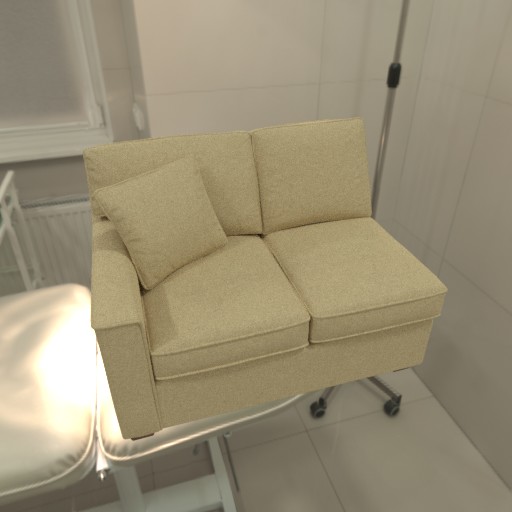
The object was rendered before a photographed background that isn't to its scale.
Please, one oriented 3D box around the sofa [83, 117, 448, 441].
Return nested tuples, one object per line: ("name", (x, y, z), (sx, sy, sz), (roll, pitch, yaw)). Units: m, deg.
("sofa", (0.000, 0.000, 2.026), (1.388, 0.989, 0.991), (-10, 34, -15))
